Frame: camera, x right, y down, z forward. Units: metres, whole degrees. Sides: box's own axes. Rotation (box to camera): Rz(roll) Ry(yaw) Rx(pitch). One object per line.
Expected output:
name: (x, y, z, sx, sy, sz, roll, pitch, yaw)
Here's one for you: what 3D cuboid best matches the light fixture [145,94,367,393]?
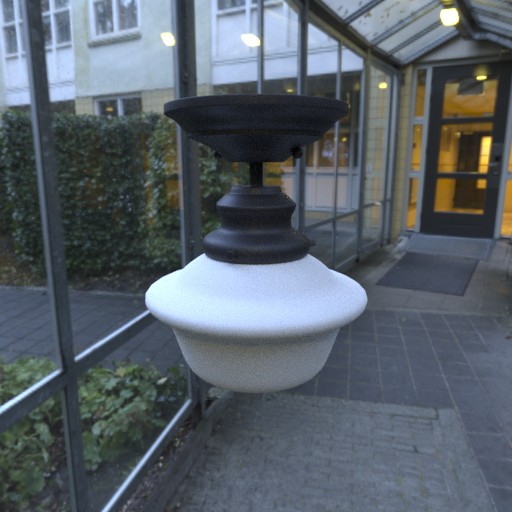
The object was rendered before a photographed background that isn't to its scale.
light fixture: (0.000, 0.000, 0.396, 0.197, 0.254, 0.197, 0, 12, 0)
